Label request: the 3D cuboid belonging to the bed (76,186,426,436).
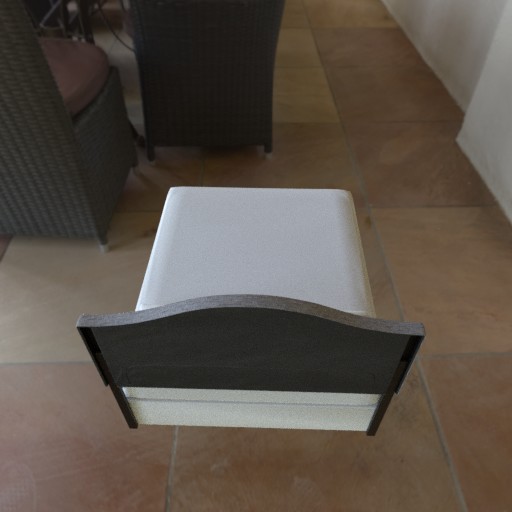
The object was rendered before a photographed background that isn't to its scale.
[{"bbox_3d":[0.000,0.000,2.965,1.610,1.295,1.870,1,45,1],"label":"bed"}]
